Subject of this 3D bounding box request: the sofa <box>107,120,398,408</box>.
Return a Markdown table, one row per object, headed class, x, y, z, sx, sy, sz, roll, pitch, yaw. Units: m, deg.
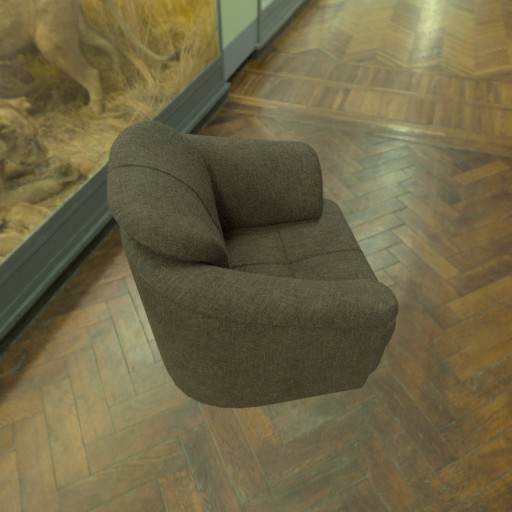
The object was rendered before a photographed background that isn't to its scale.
| class | x | y | z | sx | sy | sz | roll | pitch | yaw |
| --- | --- | --- | --- | --- | --- | --- | --- | --- | --- |
| sofa | 0.000 | 0.000 | 1.486 | 0.794 | 0.811 | 0.870 | -8 | 45 | -8 |
